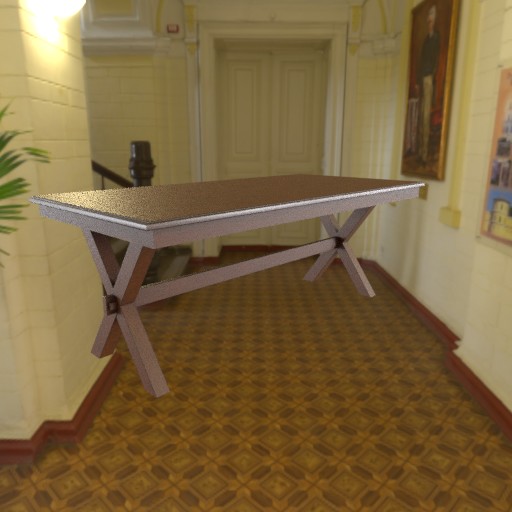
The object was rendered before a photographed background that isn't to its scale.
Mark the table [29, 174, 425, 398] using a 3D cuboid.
[{"bbox_3d":[0.000,0.000,1.501,0.594,0.459,1.197,14,20,43],"label":"table"}]
